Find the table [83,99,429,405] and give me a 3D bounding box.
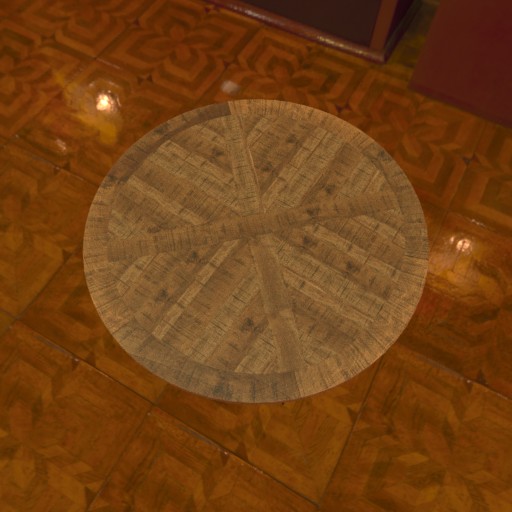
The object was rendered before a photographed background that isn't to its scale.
[{"bbox_3d":[0.000,0.000,1.870,1.264,0.516,1.264,0,64,0],"label":"table"}]
